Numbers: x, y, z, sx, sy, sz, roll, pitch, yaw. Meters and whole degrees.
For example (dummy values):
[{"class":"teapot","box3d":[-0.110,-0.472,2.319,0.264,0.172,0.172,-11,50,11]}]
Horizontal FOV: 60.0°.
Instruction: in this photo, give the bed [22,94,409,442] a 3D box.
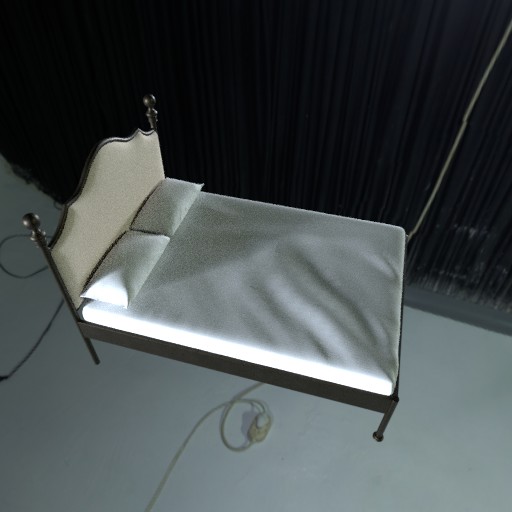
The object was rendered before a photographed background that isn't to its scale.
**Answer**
[{"class":"bed","box3d":[0.000,0.000,3.134,2.170,1.462,1.533,11,46,11]}]
